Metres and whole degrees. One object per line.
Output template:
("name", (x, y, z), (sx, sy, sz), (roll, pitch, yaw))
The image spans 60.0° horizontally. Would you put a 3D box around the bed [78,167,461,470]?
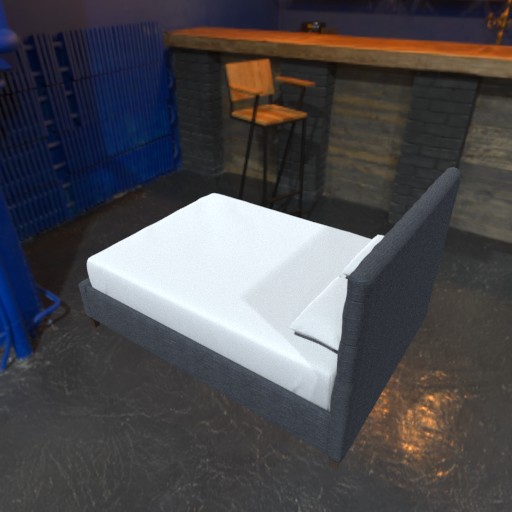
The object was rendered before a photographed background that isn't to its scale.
("bed", (0.000, 0.000, 3.464), (2.387, 1.427, 1.698), (20, 37, 29))
